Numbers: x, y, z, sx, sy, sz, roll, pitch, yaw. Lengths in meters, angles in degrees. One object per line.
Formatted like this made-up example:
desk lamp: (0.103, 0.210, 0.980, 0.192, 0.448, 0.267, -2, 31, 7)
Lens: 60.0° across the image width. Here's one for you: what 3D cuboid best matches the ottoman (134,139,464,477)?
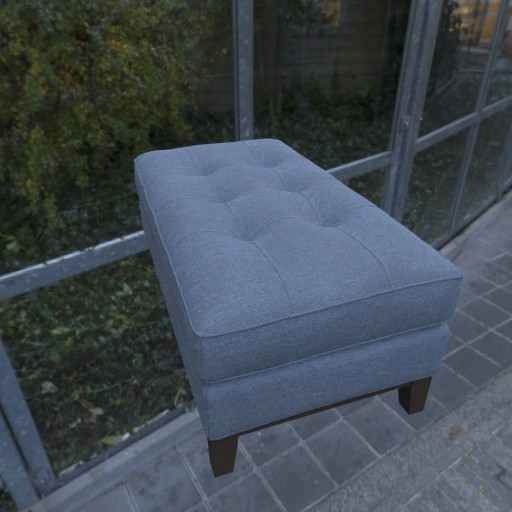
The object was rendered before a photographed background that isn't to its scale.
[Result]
ottoman: (0.000, 0.000, 1.463, 0.648, 0.514, 1.143, -10, 32, -17)
